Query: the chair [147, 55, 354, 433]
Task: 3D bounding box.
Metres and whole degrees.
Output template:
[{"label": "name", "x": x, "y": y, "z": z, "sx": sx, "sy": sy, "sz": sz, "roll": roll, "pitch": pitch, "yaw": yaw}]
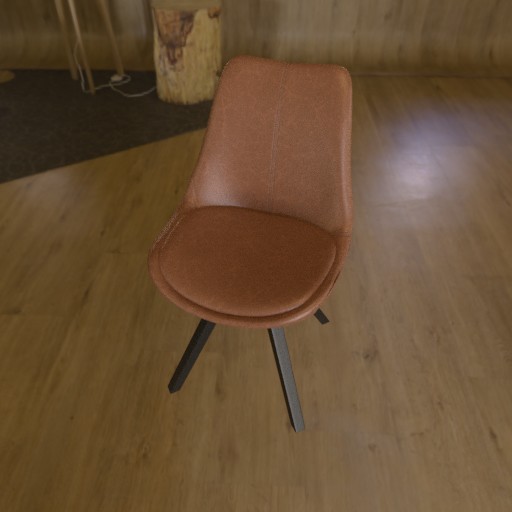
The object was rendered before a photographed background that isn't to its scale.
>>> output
[{"label": "chair", "x": 0.000, "y": 0.000, "z": 1.182, "sx": 0.475, "sy": 0.850, "sz": 0.550, "roll": 12, "pitch": 43, "yaw": 14}]
